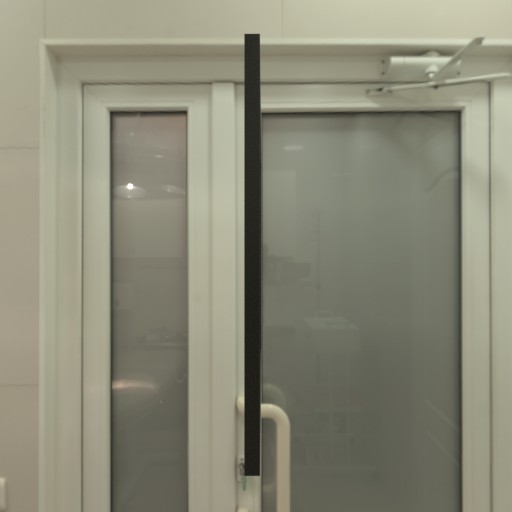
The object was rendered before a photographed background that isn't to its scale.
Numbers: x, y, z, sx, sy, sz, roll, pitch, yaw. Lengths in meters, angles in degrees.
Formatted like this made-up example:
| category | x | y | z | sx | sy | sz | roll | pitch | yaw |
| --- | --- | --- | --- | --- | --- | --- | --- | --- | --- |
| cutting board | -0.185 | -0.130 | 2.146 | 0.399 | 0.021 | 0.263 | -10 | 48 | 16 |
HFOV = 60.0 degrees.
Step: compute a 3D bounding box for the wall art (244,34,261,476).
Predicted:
| category | x | y | z | sx | sy | sz | roll | pitch | yaw |
| --- | --- | --- | --- | --- | --- | --- | --- | --- | --- |
| wall art | 0.000 | 0.000 | 0.523 | 0.012 | 0.332 | 0.383 | 0 | 0 | 1 |
